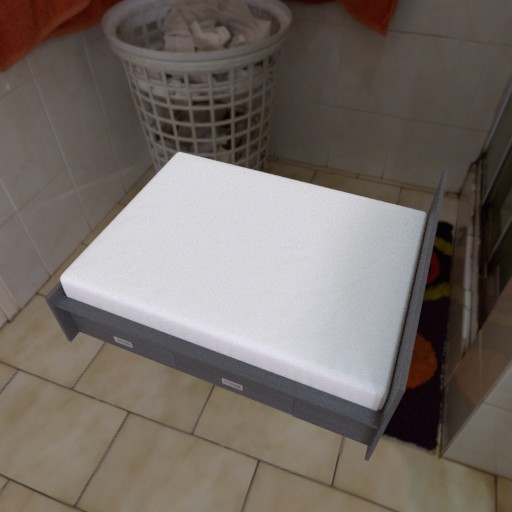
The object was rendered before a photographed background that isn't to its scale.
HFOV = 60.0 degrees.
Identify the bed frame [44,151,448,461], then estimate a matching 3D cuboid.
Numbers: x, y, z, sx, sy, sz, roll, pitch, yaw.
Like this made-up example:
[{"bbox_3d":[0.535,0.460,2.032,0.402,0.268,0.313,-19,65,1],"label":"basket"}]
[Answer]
[{"bbox_3d":[0.000,0.000,2.837,1.960,0.800,1.622,17,49,15],"label":"bed frame"}]
